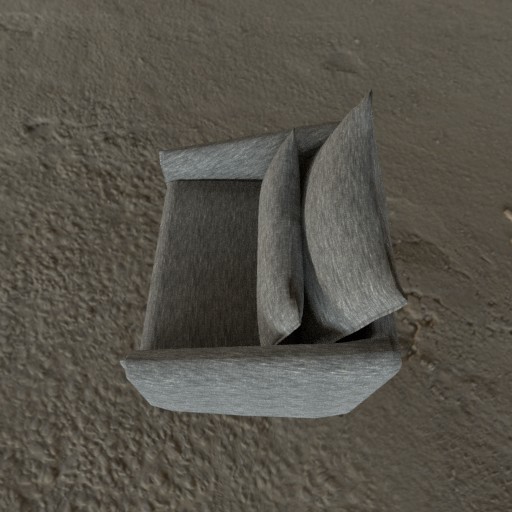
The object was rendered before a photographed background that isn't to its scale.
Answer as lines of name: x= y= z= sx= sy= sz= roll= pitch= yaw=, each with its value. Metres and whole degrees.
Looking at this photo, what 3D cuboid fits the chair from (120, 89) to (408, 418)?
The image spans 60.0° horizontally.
chair: x=0.000 y=0.000 z=1.594 sx=0.805 sy=0.842 sz=1.004 roll=1 pitch=59 yaw=1
